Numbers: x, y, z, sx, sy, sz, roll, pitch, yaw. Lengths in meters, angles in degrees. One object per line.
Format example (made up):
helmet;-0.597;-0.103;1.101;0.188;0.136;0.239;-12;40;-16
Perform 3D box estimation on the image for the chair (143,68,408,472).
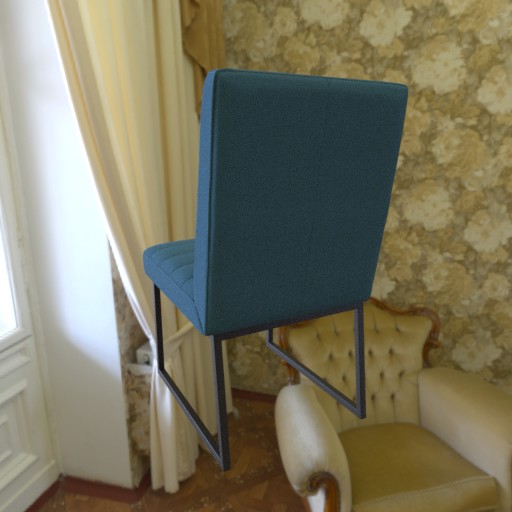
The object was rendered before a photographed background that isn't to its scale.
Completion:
chair;0.000;0.000;1.303;0.520;0.930;0.634;-8;16;-28
